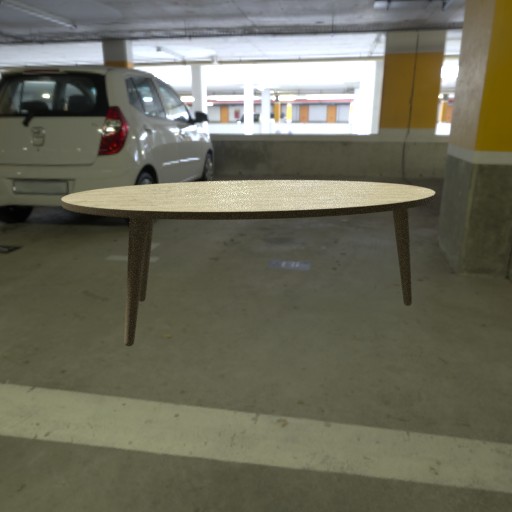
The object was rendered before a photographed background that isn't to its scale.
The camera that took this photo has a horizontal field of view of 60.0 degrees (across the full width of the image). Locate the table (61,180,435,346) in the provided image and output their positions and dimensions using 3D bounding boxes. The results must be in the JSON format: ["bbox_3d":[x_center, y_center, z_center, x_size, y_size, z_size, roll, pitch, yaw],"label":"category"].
[{"bbox_3d":[0.000,0.000,1.361,1.083,0.390,0.542,-2,17,-7],"label":"table"}]
